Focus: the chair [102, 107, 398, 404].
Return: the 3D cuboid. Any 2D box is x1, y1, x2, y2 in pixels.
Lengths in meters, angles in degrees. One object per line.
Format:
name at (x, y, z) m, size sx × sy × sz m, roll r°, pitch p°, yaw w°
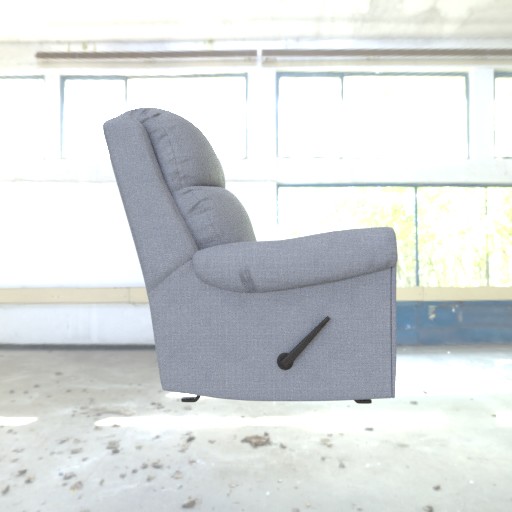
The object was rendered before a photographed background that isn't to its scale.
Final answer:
chair at (0.000, 0.000, 1.809) m, size 1.014 × 1.054 × 0.838 m, roll 0°, pitch -1°, yaw 1°
